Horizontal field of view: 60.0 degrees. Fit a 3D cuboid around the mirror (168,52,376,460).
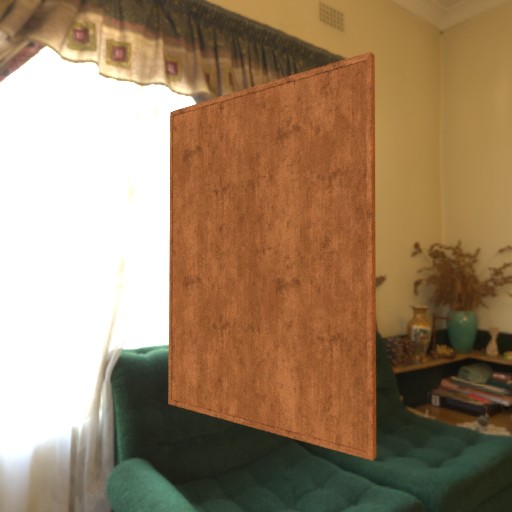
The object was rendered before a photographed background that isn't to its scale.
[{"bbox_3d":[0.000,0.000,1.436,0.796,1.099,0.028,-1,-1,37],"label":"mirror"}]
